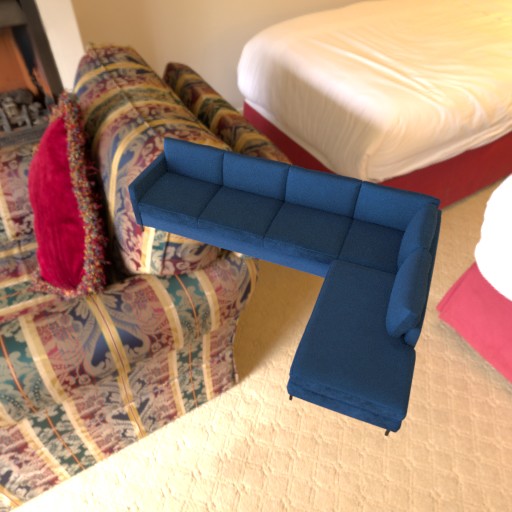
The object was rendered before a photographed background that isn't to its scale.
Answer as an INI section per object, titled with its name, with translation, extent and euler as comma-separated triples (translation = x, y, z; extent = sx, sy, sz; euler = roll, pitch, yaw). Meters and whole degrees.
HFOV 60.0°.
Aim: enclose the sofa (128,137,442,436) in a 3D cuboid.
[sofa]
translation = 0.000, 0.000, 3.318
extent = 2.486, 0.687, 1.707
euler = 16, 48, 15
